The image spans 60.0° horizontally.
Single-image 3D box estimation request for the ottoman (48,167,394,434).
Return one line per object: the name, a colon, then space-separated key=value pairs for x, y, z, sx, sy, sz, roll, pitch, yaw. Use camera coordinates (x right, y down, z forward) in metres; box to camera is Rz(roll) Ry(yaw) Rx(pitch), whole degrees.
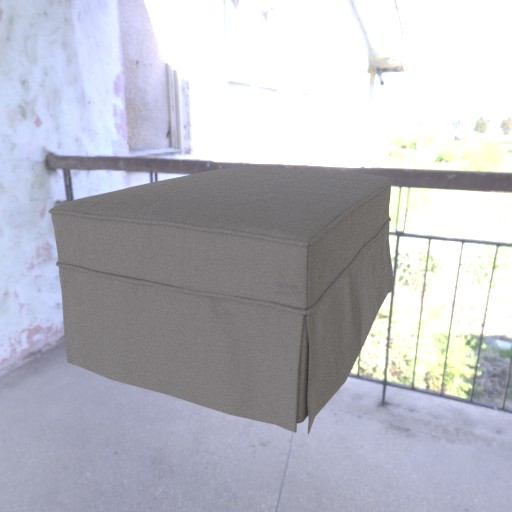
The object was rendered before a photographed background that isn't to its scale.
ottoman: x=0.000 y=0.000 z=1.334 sx=0.703 sy=0.479 sz=0.944 roll=8 pitch=19 yaw=24
